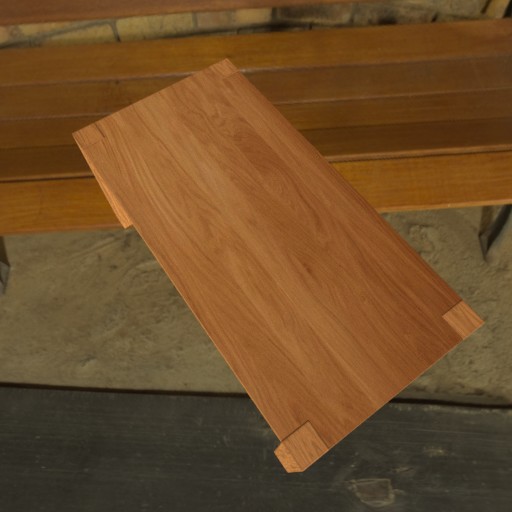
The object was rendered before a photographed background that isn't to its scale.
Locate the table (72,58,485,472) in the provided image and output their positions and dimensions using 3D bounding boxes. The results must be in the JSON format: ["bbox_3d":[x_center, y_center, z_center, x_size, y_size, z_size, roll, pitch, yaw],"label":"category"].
[{"bbox_3d":[0.000,0.000,2.267,0.900,0.760,1.800,-33,68,-15],"label":"table"}]
